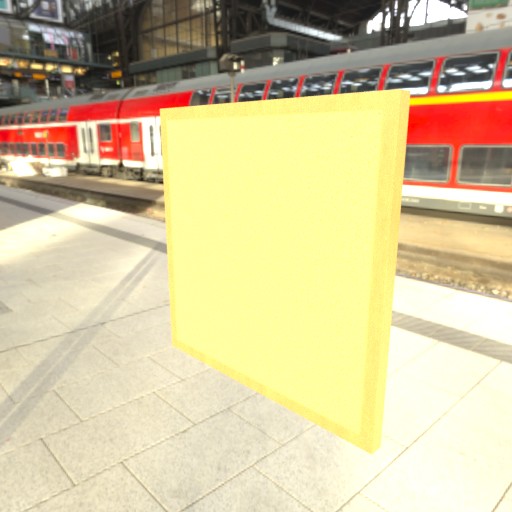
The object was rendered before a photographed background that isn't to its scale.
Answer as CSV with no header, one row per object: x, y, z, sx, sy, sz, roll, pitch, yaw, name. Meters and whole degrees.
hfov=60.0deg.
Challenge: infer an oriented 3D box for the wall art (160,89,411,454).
0.000,0.000,2.939,1.935,1.936,0.097,14,20,43,wall art
